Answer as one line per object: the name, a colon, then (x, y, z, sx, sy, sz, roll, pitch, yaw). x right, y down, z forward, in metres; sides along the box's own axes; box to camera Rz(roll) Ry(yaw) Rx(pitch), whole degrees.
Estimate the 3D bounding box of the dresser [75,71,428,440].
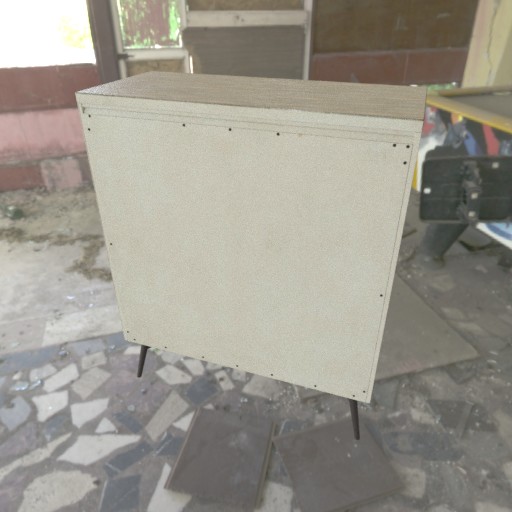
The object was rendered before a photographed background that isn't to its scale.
dresser: (0.000, 0.000, 1.705, 1.016, 1.219, 0.457, 10, 32, 16)
